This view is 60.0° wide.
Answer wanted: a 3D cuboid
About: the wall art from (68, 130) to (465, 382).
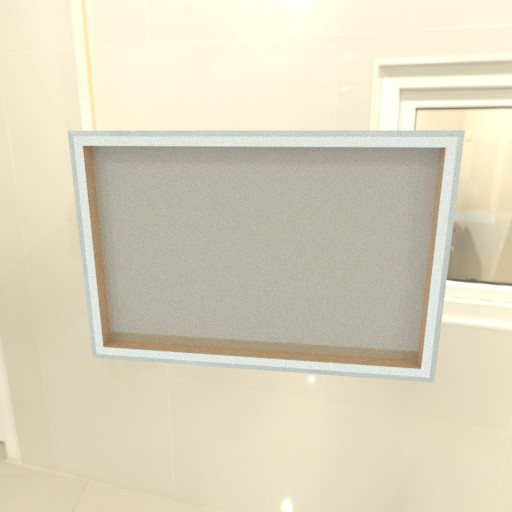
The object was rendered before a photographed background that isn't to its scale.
[{"bbox_3d":[0.000,0.000,0.748,0.609,0.407,0.038,2,16,8],"label":"wall art"}]
